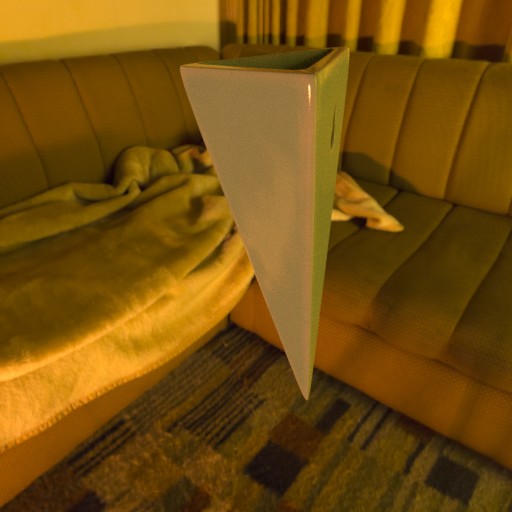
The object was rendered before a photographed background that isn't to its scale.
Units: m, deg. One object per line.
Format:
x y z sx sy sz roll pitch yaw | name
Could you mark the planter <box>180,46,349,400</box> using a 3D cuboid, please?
0.000 0.000 0.213 0.064 0.178 0.080 9 32 15 | planter
